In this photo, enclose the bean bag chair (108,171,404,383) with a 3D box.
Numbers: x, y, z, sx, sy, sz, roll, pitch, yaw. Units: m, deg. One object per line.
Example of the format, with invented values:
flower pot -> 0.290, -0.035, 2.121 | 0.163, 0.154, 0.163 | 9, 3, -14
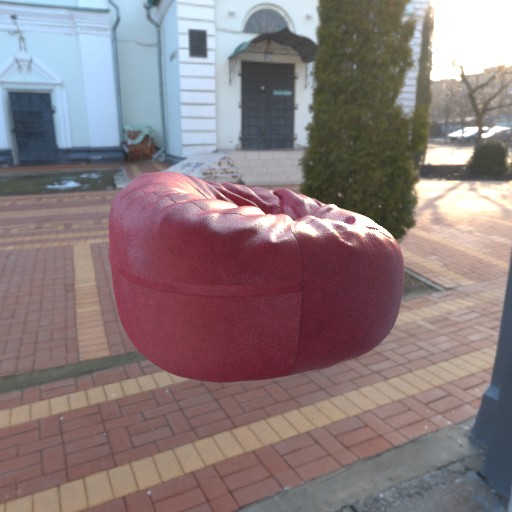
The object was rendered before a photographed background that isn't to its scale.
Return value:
bean bag chair -> 0.000, 0.000, 2.420 | 1.524, 0.878, 1.524 | -3, 16, -9
